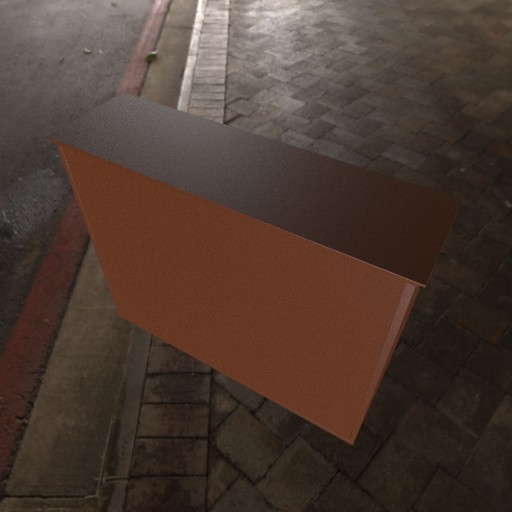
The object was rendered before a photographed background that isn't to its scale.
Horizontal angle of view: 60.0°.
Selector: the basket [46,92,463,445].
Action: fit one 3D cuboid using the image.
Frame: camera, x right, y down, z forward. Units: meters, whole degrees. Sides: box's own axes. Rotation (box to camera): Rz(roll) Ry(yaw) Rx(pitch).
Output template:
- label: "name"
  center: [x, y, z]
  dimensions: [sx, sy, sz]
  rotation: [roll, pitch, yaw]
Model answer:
- label: "basket"
  center: [0.000, 0.000, 1.115]
  dimensions: [0.792, 0.625, 0.376]
  rotation: [23, 50, 21]
